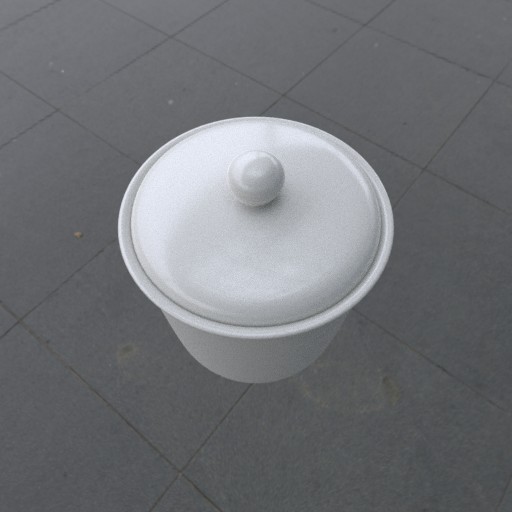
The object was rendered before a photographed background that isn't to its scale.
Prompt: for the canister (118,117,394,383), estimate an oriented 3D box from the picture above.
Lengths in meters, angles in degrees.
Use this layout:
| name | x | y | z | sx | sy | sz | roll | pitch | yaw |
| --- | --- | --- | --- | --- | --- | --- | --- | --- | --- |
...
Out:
| name | x | y | z | sx | sy | sz | roll | pitch | yaw |
| --- | --- | --- | --- | --- | --- | --- | --- | --- | --- |
| canister | 0.000 | 0.000 | 0.345 | 0.182 | 0.208 | 0.182 | 0 | 58 | 0 |
